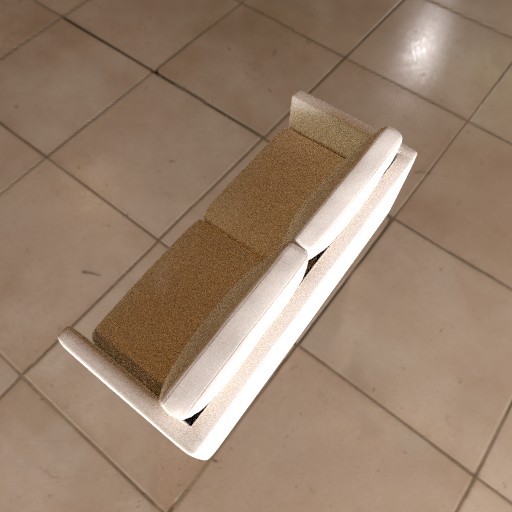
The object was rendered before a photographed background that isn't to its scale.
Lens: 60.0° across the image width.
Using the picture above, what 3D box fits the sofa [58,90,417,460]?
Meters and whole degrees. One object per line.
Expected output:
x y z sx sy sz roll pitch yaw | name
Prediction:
0.000 0.000 2.669 0.924 0.933 2.139 34 68 16 | sofa
